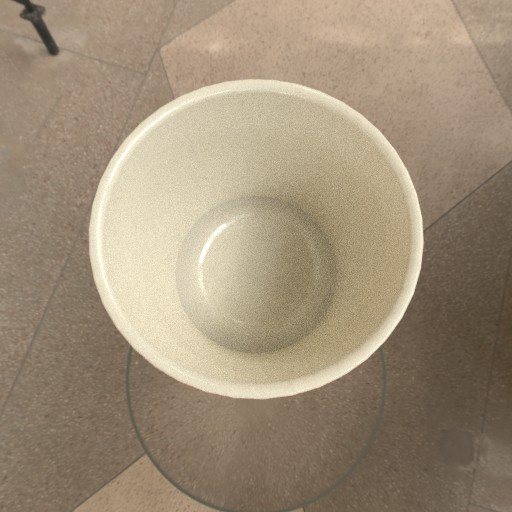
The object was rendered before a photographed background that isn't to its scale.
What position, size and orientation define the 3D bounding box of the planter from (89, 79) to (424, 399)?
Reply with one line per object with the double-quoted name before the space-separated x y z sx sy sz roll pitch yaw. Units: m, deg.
"planter" 0.000 0.000 0.325 0.192 0.148 0.192 0 75 0
